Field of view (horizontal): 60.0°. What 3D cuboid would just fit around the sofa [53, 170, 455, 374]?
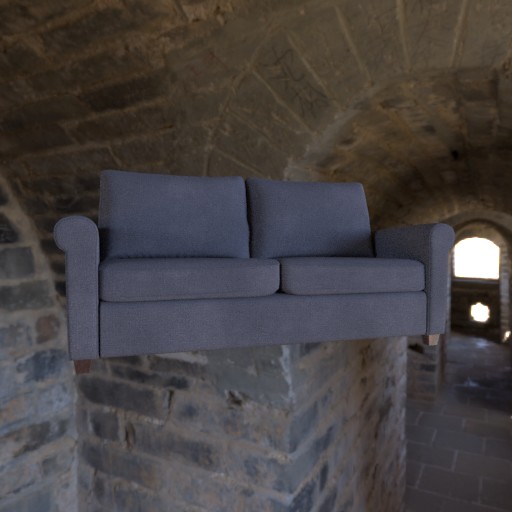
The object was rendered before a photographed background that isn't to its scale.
[{"bbox_3d":[0.000,0.000,2.428,1.935,0.942,0.842,0,1,-18],"label":"sofa"}]
